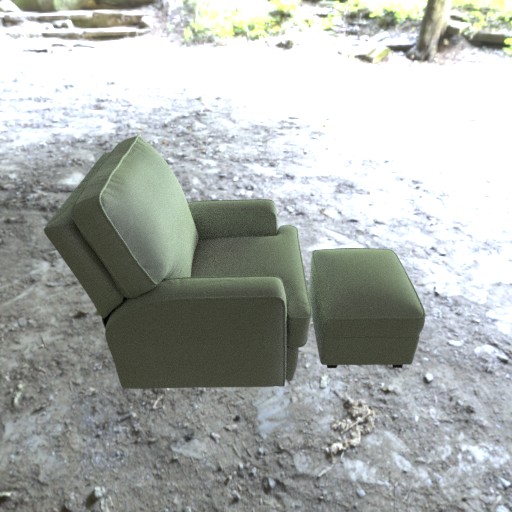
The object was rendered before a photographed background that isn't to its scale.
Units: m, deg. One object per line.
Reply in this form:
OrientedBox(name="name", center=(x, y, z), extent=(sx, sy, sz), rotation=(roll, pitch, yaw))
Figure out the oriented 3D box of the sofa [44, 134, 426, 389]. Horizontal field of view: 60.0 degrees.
OrientedBox(name="sofa", center=(0.000, 0.000, 2.032), extent=(1.472, 0.959, 0.861), rotation=(0, 33, 0))
